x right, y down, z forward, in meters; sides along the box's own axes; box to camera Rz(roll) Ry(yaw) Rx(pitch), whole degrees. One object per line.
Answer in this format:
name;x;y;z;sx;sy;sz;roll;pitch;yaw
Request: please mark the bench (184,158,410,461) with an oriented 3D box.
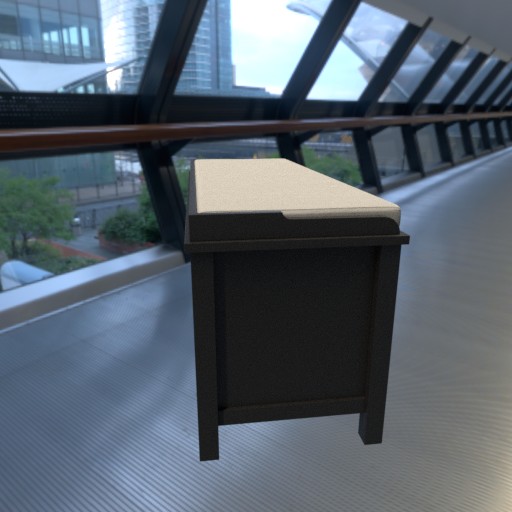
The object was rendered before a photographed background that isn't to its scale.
bench;0.000;0.000;1.363;0.398;0.501;1.140;-2;17;-7
